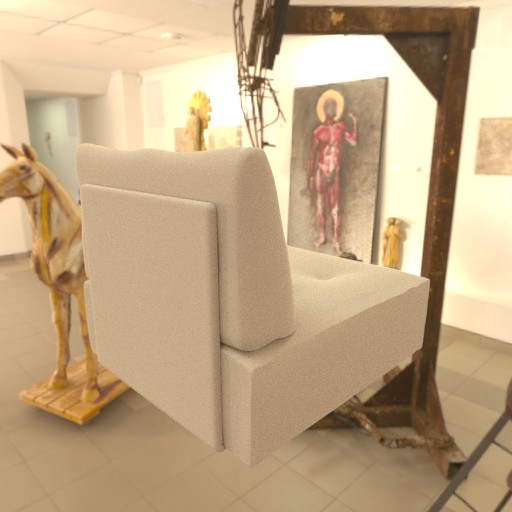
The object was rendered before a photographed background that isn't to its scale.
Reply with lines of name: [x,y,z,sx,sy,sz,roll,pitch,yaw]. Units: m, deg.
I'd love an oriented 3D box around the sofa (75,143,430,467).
sofa: [0.000,0.000,1.681,1.000,0.828,0.935,-14,20,-43]
